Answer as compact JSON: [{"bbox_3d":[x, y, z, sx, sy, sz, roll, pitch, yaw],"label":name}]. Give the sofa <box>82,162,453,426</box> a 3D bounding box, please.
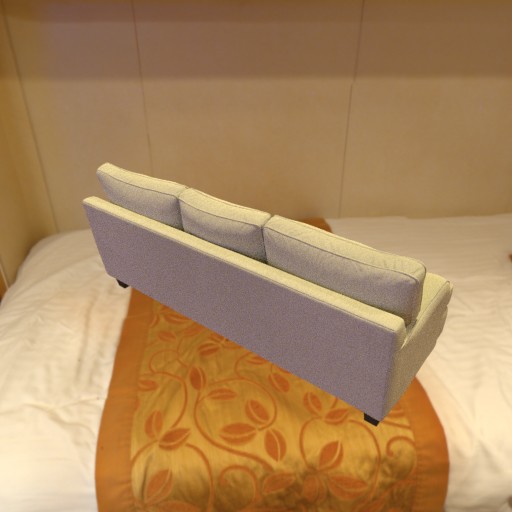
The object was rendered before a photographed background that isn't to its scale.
[{"bbox_3d":[0.000,0.000,2.941,2.323,0.991,1.016,21,36,32],"label":"sofa"}]
